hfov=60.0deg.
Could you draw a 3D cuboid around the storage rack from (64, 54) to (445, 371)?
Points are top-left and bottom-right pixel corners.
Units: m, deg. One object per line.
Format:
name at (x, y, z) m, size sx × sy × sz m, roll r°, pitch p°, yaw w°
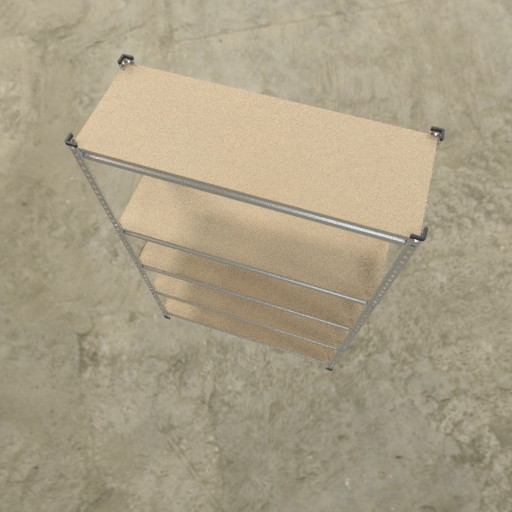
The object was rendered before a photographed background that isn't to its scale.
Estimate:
storage rack at (0.000, 0.000, 2.324) m, size 1.219 × 1.829 × 0.457 m, roll 16°, pitch 65°, yaw 8°
